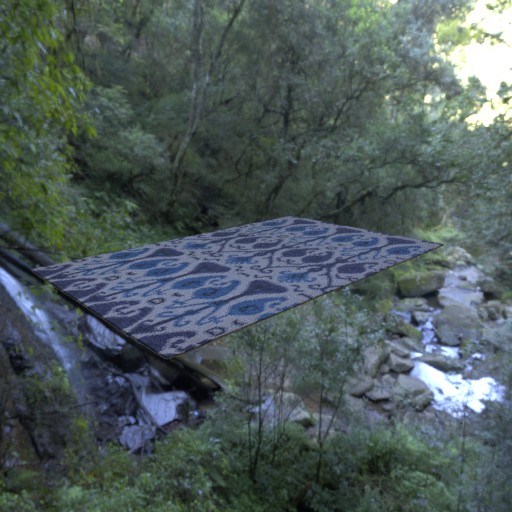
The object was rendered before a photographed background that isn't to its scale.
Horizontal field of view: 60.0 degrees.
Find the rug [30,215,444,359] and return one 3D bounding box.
[{"bbox_3d":[0.000,0.000,2.112,1.698,0.013,1.072,-15,22,-42],"label":"rug"}]
